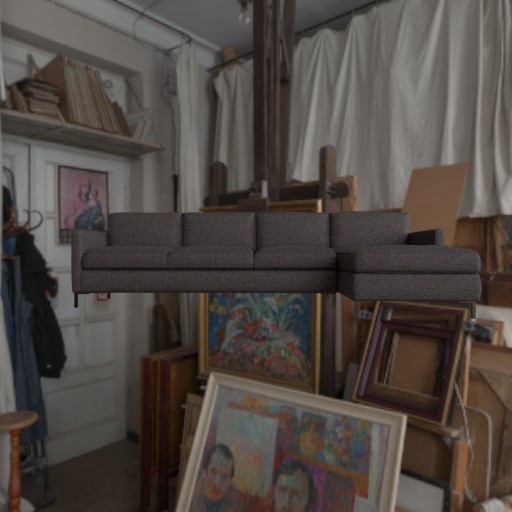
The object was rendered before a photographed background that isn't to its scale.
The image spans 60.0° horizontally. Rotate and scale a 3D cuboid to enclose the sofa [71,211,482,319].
[{"bbox_3d":[0.000,0.000,3.866,3.221,0.892,1.483,0,0,2],"label":"sofa"}]
